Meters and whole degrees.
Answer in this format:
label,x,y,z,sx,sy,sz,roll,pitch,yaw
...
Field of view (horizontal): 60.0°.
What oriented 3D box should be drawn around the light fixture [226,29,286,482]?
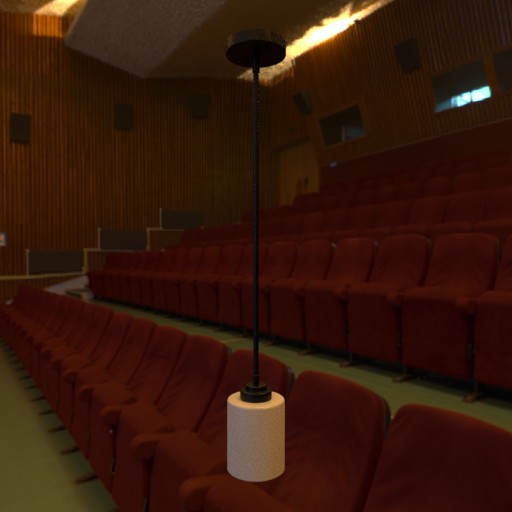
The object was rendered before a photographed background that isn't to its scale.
label,x,y,z,sx,sy,sz,roll,pitch,yaw
light fixture,0.000,0.000,0.904,0.123,0.863,0.123,0,0,-35
